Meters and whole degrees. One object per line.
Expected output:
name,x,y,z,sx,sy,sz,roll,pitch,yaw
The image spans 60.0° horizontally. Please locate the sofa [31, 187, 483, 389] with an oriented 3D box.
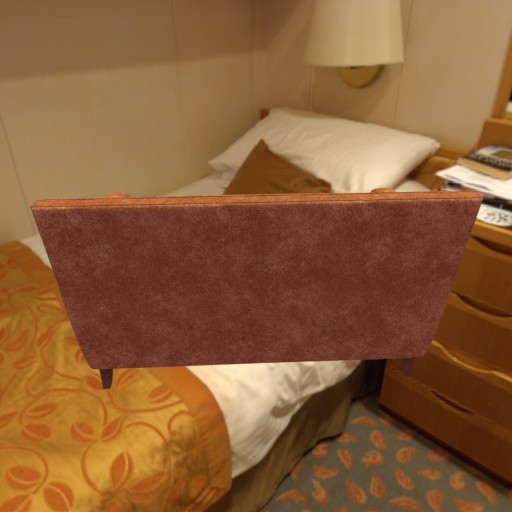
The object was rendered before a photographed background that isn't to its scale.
sofa,0.000,0.000,1.981,1.473,0.871,0.787,-2,30,-3
